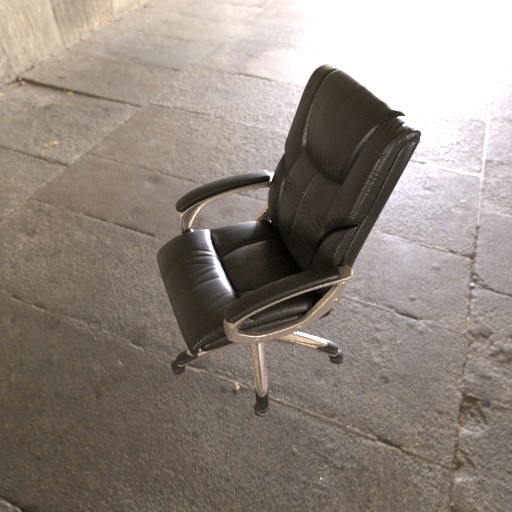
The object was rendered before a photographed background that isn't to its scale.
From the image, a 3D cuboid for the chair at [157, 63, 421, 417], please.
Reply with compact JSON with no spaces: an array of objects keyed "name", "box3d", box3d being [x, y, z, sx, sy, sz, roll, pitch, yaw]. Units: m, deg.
[{"name":"chair","box3d":[0.000,0.000,1.607,0.780,1.145,0.700,-17,49,-15]}]
